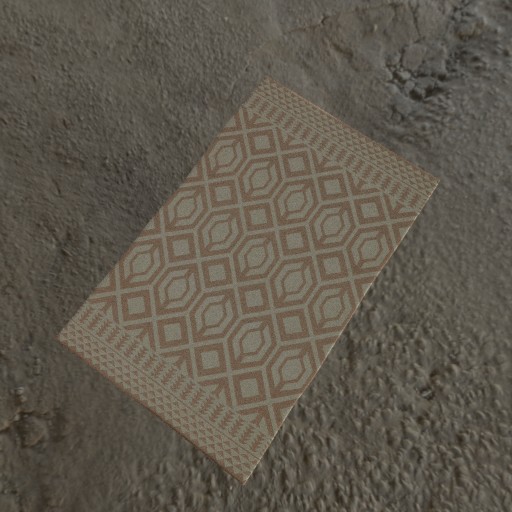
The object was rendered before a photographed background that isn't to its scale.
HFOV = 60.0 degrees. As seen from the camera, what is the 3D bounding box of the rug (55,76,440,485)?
[{"bbox_3d":[0.000,0.000,3.040,1.526,0.011,2.435,34,78,8],"label":"rug"}]
